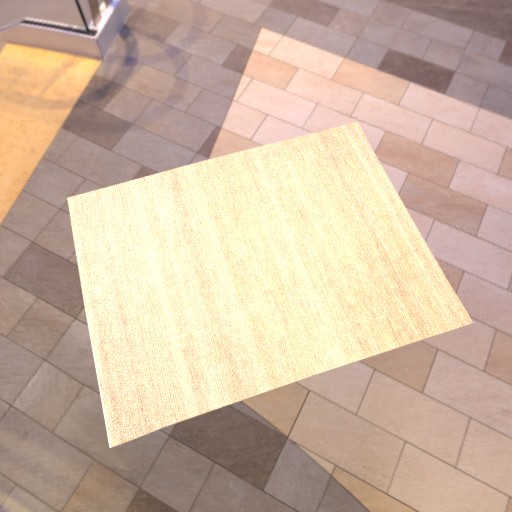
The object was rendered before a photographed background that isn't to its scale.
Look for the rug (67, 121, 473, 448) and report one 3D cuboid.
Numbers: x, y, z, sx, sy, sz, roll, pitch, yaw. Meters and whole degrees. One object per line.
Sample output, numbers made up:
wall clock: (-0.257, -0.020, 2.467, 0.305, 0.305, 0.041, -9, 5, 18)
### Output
rug: (0.000, 0.000, 4.207, 3.245, 0.046, 2.467, -16, 65, -8)
